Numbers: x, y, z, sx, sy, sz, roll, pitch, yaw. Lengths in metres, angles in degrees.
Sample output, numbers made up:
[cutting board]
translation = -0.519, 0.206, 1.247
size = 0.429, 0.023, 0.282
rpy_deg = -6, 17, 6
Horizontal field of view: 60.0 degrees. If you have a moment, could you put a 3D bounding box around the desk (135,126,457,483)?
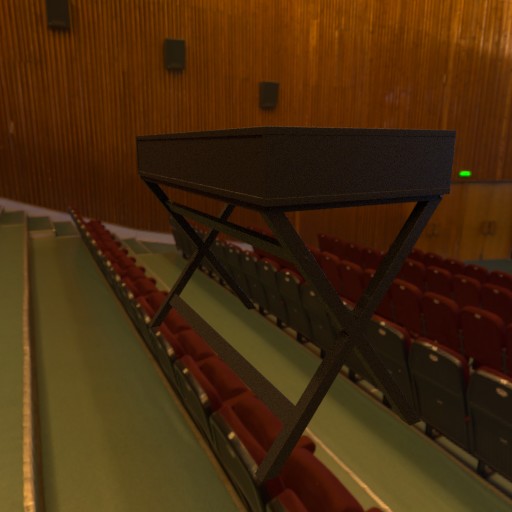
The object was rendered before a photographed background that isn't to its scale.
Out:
[desk]
translation = 0.000, 0.000, 1.468
size = 0.504, 0.780, 1.057
rpy_deg = -7, 16, -26
